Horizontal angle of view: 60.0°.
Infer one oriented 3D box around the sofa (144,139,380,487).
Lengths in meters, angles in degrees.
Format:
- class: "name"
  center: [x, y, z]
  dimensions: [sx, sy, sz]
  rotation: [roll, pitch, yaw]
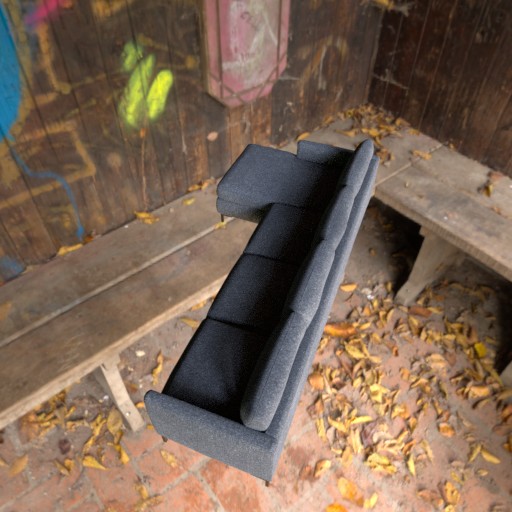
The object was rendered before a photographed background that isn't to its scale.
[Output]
- class: "sofa"
  center: [0.000, 0.000, 3.503]
  dimensions: [1.350, 0.810, 2.932]
  rotation: [16, 49, 15]
